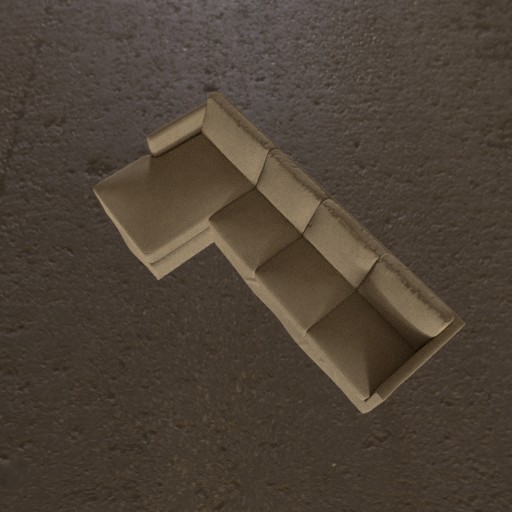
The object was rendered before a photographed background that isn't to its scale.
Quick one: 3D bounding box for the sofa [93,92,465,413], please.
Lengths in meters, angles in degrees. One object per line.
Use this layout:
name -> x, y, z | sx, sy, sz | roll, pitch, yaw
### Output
sofa -> 0.000, 0.000, 4.006 | 1.638, 0.920, 3.198 | -36, 68, -16
